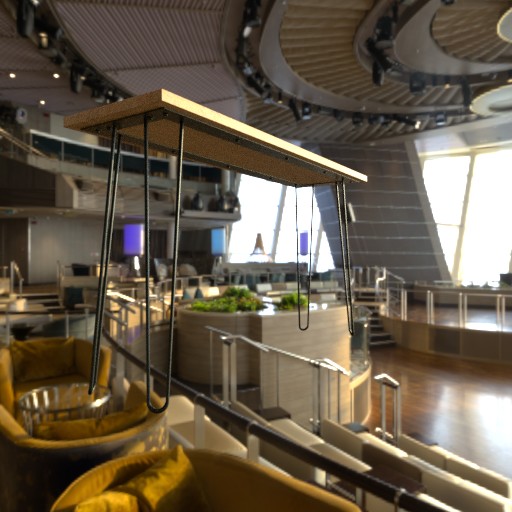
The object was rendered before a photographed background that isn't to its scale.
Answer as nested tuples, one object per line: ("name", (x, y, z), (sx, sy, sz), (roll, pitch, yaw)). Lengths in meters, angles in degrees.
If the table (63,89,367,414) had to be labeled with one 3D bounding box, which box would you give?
("table", (0.000, 0.000, 1.747), (0.399, 0.799, 1.400), (0, 0, 34))
